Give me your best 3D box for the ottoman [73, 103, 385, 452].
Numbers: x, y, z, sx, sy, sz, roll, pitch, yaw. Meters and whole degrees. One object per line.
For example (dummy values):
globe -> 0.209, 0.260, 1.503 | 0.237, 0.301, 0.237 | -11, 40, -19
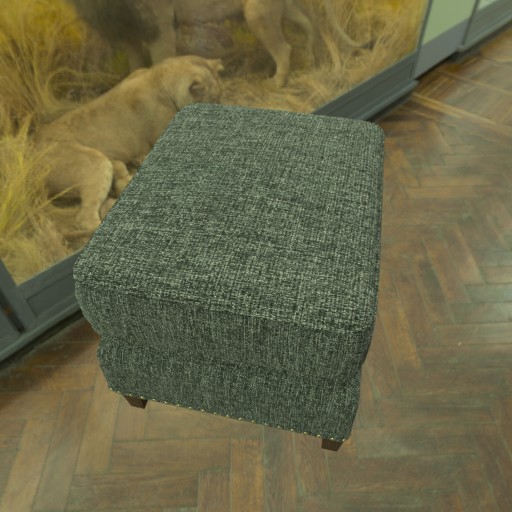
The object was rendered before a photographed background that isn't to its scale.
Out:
ottoman -> 0.000, 0.000, 1.148 | 0.589, 0.537, 0.738 | 9, 47, 9
